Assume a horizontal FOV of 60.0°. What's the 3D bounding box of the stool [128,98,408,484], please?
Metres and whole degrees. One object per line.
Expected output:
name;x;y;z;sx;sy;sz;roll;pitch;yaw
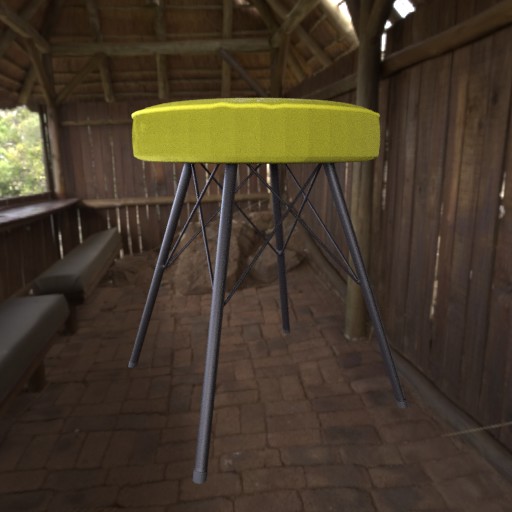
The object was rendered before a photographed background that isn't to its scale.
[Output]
stool;0.000;0.000;0.802;0.409;0.508;0.409;-7;14;-28
